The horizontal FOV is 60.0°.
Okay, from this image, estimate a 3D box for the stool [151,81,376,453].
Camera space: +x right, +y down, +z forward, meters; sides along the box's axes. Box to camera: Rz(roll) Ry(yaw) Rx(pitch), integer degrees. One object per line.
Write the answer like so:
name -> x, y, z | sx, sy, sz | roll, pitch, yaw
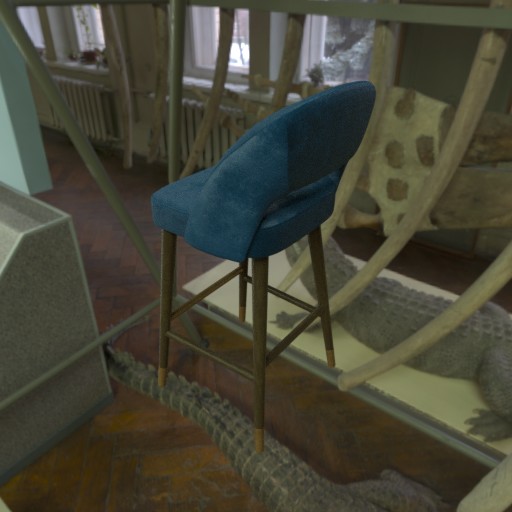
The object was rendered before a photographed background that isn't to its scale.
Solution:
stool -> 0.000, 0.000, 1.319 | 0.515, 1.016, 0.514 | 21, 37, 31
